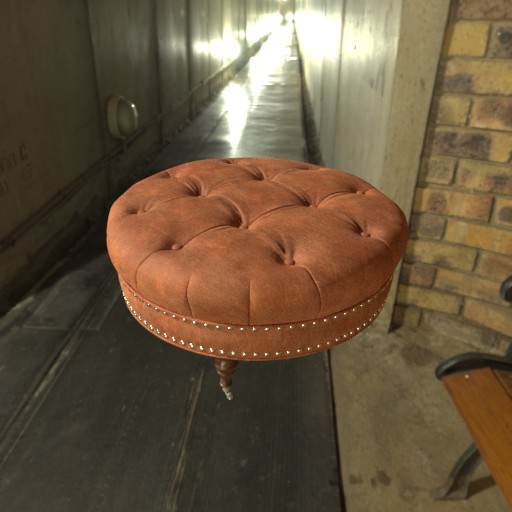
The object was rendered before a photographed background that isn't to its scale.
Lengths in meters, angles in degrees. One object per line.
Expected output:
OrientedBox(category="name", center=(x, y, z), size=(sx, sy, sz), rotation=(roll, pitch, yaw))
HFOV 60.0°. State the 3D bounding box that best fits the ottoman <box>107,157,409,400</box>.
OrientedBox(category="ottoman", center=(0.000, 0.000, 1.424), size=(0.901, 0.444, 0.901), rotation=(0, 30, 0))
